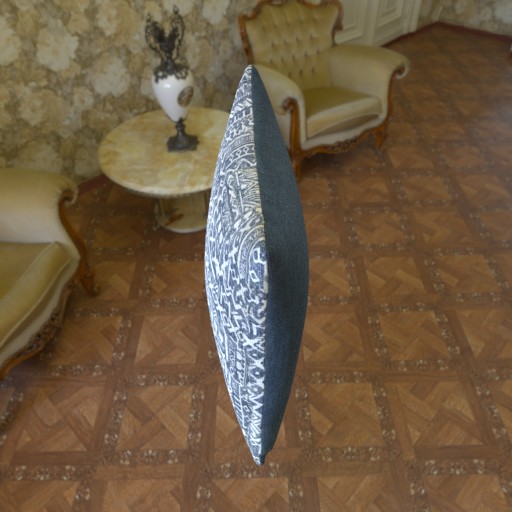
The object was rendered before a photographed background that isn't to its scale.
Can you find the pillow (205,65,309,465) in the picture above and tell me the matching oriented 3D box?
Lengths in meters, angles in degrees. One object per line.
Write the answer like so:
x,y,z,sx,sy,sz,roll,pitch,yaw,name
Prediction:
0.000,0.000,0.793,0.180,0.487,0.546,-1,42,-1,pillow
